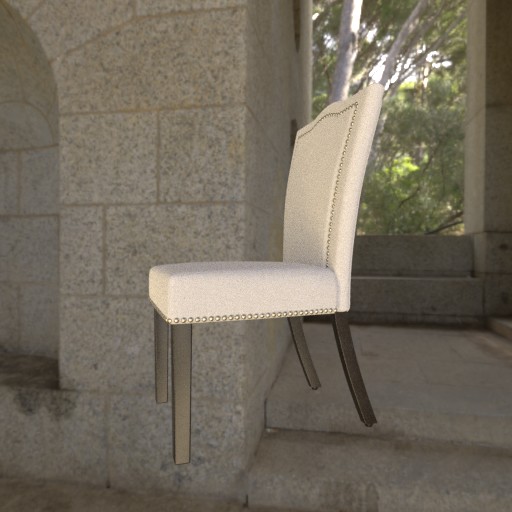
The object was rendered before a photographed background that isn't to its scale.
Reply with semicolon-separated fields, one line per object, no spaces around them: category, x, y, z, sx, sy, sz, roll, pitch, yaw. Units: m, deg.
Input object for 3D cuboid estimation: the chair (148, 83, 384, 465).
chair;0.000;0.000;1.310;0.589;0.946;0.518;0;1;-18
